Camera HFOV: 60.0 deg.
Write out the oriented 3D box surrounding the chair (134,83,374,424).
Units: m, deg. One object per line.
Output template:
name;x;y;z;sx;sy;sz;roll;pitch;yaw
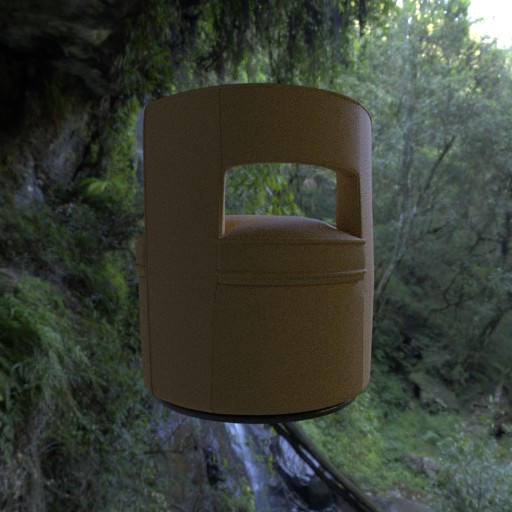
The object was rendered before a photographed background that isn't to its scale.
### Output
chair;0.000;0.000;1.224;0.650;0.723;0.665;0;0;-18
